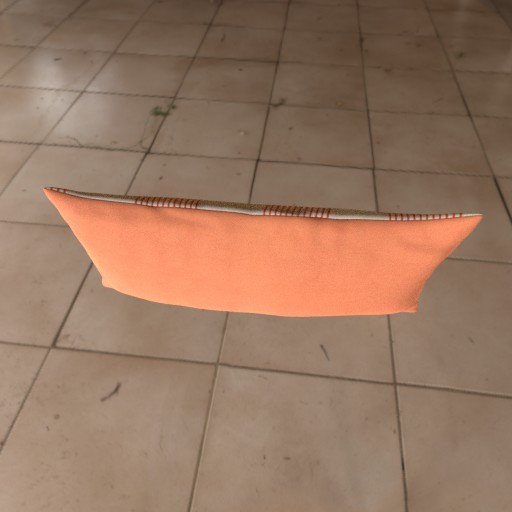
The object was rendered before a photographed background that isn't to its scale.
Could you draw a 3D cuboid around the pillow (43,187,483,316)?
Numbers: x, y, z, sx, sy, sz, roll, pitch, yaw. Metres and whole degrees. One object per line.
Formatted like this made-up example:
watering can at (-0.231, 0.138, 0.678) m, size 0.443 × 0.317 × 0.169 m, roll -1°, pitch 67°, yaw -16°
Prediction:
pillow at (0.000, 0.000, 0.733) m, size 0.608 × 0.292 × 0.156 m, roll 4°, pitch 48°, yaw 4°
